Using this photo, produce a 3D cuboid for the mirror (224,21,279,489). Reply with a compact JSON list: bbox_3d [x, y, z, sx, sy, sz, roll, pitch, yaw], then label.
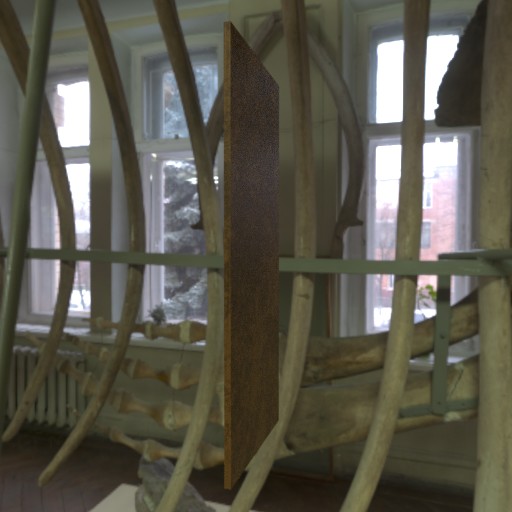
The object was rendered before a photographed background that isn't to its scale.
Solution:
[{"bbox_3d":[0.000,0.000,2.312,0.032,2.031,0.812,0,1,18],"label":"mirror"}]
